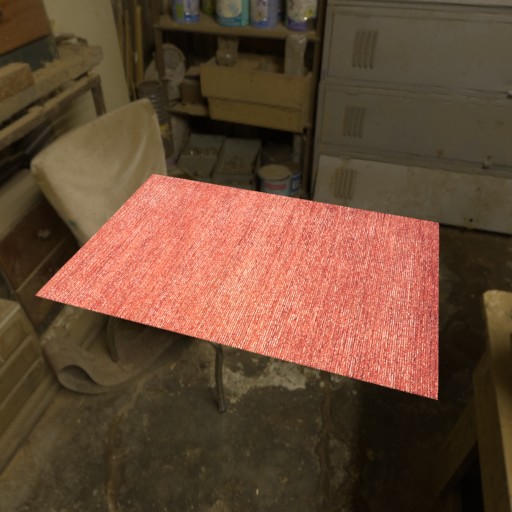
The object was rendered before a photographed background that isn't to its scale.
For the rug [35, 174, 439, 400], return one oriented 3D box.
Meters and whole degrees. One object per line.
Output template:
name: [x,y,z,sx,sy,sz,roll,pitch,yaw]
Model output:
rug: [0.000,0.000,2.224,1.747,0.011,1.139,12,42,13]
